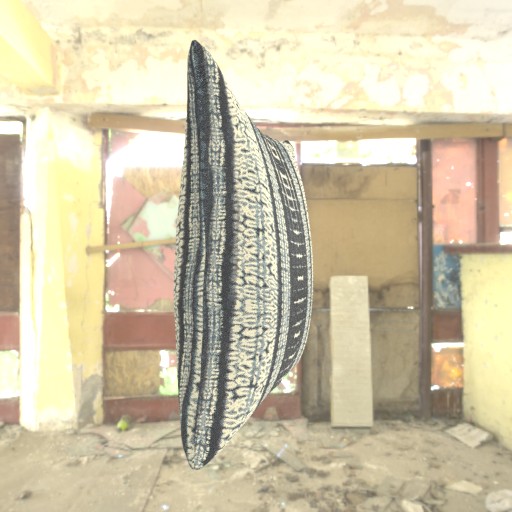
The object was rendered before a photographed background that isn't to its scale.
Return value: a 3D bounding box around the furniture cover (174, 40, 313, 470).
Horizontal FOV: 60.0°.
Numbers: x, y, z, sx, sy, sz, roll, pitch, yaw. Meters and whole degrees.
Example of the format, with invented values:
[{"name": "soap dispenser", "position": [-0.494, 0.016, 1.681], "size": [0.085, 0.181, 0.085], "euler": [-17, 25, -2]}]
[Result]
[{"name": "furniture cover", "position": [0.000, 0.000, 0.645], "size": [0.133, 0.435, 0.425], "euler": [0, 0, 17]}]
